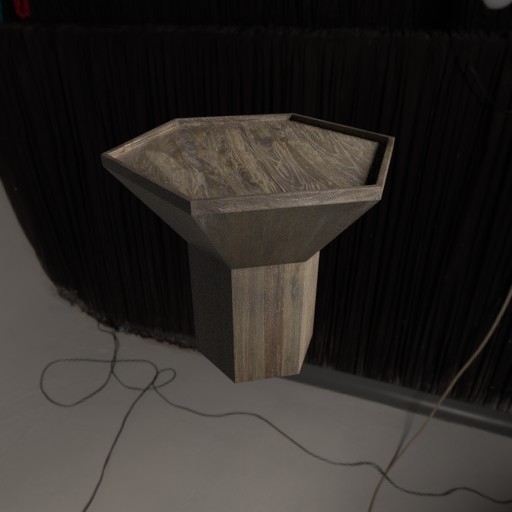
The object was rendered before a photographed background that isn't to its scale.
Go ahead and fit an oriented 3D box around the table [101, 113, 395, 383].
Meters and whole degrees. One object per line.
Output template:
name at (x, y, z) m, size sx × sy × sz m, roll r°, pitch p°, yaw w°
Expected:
table at (0.000, 0.000, 1.162) m, size 0.592 × 0.586 × 0.683 m, roll 10°, pitch 32°, yaw 16°
